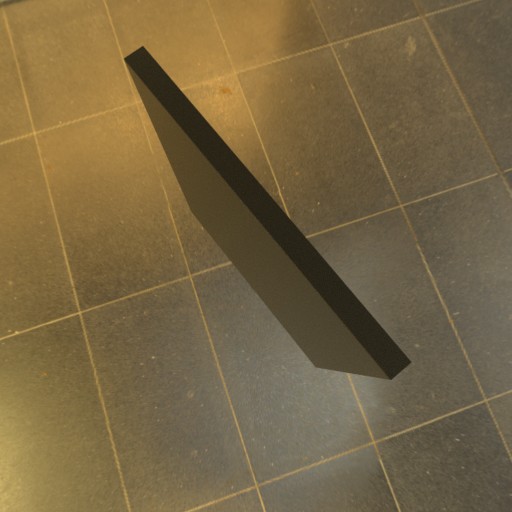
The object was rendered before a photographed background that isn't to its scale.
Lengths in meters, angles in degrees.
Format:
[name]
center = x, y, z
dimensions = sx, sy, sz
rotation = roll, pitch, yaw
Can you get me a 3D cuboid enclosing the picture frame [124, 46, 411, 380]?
[picture frame]
center = 0.000, 0.000, 0.748
dimensions = 0.028, 0.556, 0.460
rotation = -38, 80, -8
